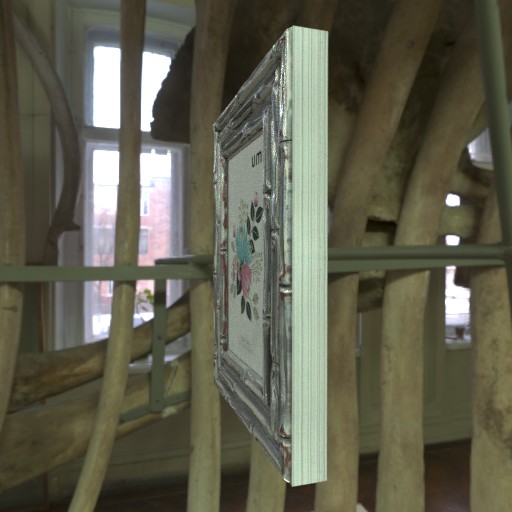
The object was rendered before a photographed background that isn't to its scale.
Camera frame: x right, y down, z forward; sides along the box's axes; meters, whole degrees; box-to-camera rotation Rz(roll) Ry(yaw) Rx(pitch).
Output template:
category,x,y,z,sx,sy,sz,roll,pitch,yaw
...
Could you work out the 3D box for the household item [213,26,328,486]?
category,x,y,z,sx,sy,sz,roll,pitch,yaw
household item,0.000,0.000,0.288,0.025,0.216,0.165,0,1,-17
